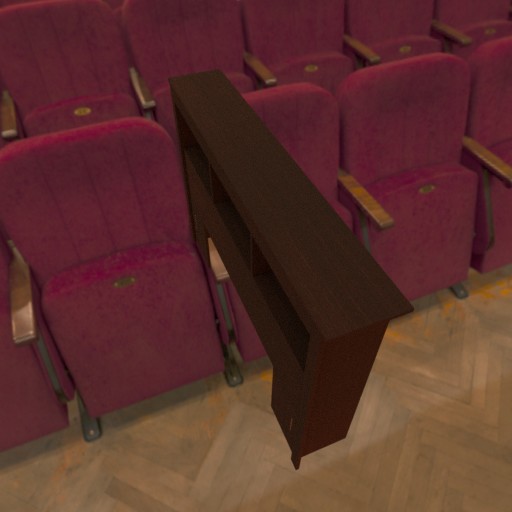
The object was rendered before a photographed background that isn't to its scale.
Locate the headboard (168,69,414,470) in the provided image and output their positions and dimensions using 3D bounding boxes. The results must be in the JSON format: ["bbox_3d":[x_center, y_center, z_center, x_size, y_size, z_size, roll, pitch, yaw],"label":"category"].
[{"bbox_3d":[0.000,0.000,2.135,0.279,1.092,1.671,-17,49,-15],"label":"headboard"}]
